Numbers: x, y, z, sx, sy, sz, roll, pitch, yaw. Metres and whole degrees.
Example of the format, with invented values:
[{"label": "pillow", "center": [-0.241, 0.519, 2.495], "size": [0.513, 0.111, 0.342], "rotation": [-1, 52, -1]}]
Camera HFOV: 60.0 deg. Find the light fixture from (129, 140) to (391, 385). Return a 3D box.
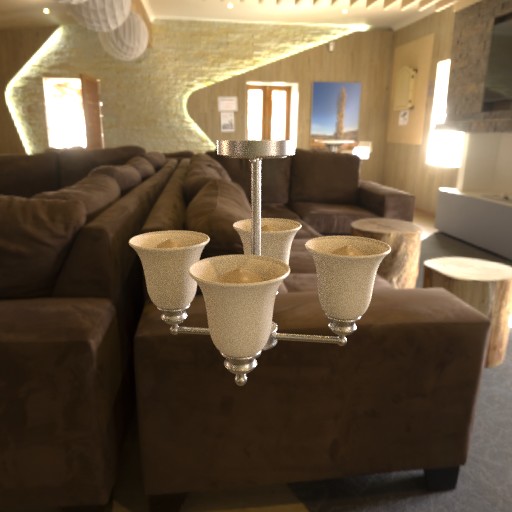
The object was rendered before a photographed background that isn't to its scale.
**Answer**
[{"label": "light fixture", "center": [0.000, 0.000, 0.732], "size": [0.427, 0.370, 0.427], "rotation": [2, 16, 8]}]
